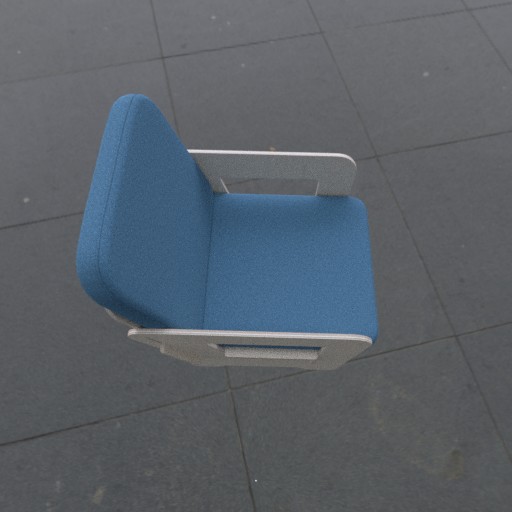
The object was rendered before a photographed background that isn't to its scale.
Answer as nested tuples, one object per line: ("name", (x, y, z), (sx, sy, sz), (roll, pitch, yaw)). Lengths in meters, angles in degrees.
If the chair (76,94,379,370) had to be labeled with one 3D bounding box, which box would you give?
("chair", (0.000, 0.000, 1.205), (0.657, 0.747, 0.547), (2, 63, 1))
